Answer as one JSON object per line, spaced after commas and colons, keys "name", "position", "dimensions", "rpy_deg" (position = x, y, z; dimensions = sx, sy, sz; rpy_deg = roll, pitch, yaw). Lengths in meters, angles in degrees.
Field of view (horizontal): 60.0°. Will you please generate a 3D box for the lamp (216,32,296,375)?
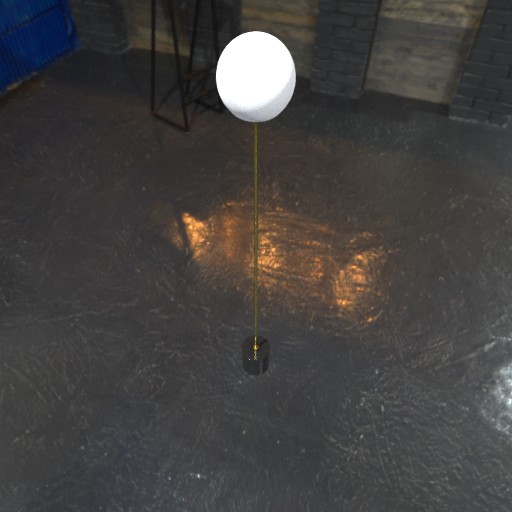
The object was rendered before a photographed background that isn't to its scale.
{"name": "lamp", "position": [0.000, 0.000, 1.833], "dimensions": [0.229, 1.748, 0.229], "rpy_deg": [18, 49, 16]}
